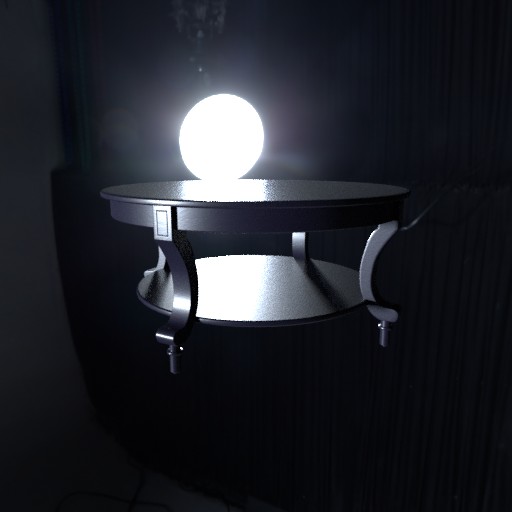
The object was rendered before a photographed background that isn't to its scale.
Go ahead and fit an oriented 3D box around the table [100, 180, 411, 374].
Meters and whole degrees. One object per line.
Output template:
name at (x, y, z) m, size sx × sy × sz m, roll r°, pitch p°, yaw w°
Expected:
table at (0.000, 0.000, 1.597) m, size 1.029 × 0.491 × 1.029 m, roll 0°, pitch 13°, yaw 0°
